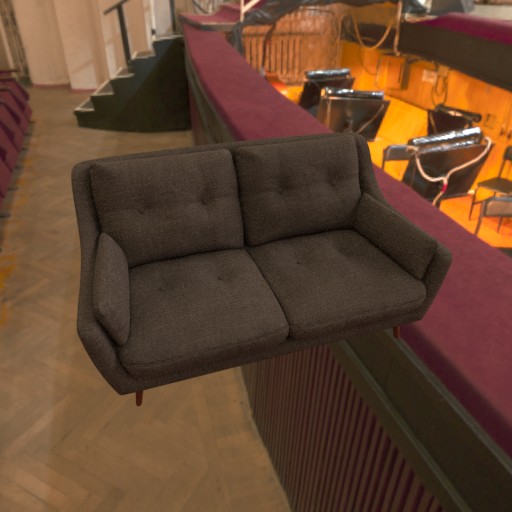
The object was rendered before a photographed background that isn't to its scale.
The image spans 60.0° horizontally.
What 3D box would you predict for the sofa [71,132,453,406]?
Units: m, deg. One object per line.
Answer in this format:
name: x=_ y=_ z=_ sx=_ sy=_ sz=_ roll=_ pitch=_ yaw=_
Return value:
sofa: x=0.000 y=0.000 z=2.195 sx=1.646 sy=0.887 sz=0.976 roll=-10 pitch=34 yaw=-16
